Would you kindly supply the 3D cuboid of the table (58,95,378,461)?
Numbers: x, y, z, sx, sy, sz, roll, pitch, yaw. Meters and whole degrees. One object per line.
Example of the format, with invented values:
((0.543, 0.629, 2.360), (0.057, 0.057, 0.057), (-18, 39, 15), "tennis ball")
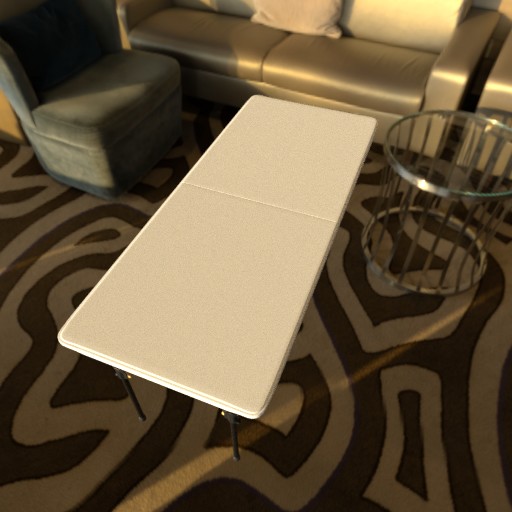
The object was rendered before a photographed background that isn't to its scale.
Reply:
((0.000, 0.000, 2.241), (0.761, 0.719, 1.829), (16, 49, 14), "table")
